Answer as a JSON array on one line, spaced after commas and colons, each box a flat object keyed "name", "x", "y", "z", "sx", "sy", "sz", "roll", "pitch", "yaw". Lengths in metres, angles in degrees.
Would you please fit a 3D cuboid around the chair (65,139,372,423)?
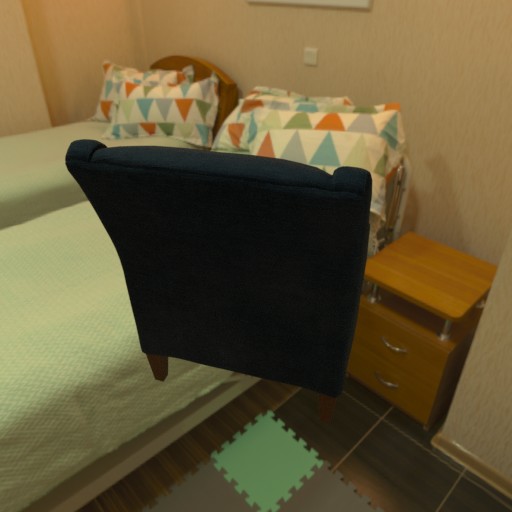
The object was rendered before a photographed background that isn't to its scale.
[{"name": "chair", "x": 0.000, "y": 0.000, "z": 1.607, "sx": 0.774, "sy": 1.014, "sz": 0.870, "roll": 9, "pitch": 33, "yaw": 14}]
